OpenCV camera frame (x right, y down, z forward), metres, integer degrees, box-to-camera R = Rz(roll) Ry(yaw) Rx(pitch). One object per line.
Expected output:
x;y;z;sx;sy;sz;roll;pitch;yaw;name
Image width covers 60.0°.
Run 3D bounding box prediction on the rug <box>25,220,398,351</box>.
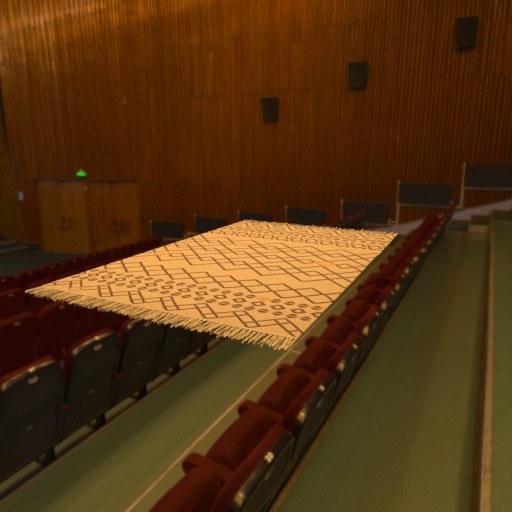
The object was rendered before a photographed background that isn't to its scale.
0.000;0.000;2.498;1.224;0.028;2.023;7;16;26;rug
